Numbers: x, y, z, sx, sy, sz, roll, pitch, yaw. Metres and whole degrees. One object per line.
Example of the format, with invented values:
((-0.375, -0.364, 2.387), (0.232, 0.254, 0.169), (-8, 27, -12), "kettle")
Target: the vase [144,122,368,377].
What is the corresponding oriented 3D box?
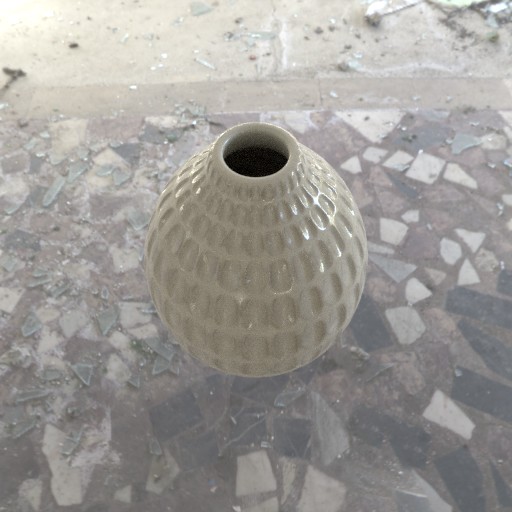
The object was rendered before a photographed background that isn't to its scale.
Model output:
((0.000, 0.000, 0.259), (0.128, 0.167, 0.128), (0, 57, 0), "vase")
